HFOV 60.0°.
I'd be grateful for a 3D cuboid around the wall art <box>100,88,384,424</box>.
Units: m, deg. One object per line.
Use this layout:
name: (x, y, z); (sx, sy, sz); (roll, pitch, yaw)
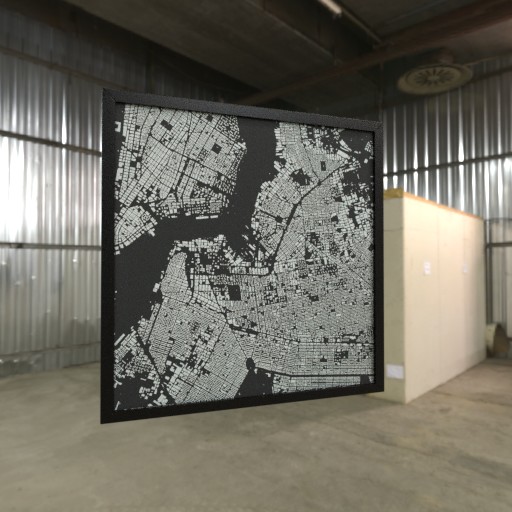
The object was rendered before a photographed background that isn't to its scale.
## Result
wall art: (0.000, 0.000, 1.144); (0.755, 0.761, 0.038); (0, -1, -20)
